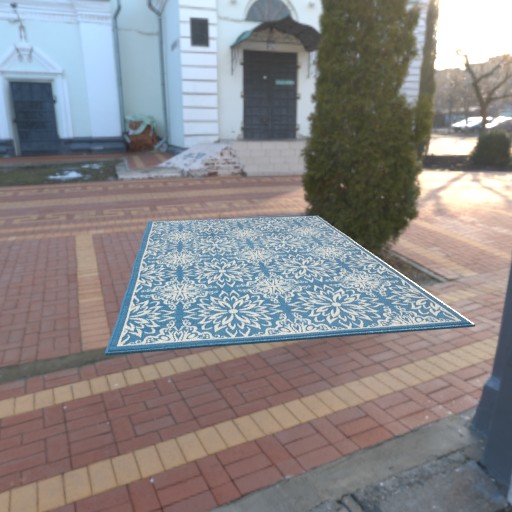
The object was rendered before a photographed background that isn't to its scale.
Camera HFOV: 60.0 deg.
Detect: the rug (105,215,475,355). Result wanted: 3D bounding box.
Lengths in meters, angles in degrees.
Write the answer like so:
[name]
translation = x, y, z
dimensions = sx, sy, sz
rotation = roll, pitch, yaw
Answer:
[rug]
translation = 0.000, 0.000, 3.435
dimensions = 1.830, 0.018, 2.769
rotation = -3, 17, -9
